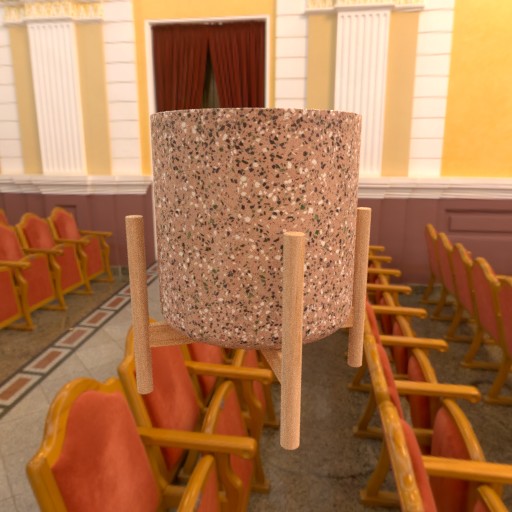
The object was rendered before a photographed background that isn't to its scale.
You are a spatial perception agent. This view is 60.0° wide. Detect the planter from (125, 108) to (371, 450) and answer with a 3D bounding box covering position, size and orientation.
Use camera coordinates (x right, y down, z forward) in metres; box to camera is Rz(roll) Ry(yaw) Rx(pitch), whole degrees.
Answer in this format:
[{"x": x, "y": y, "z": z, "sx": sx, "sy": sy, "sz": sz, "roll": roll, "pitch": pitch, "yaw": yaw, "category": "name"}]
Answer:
[{"x": 0.000, "y": 0.000, "z": 0.699, "sx": 0.360, "sy": 0.419, "sz": 0.360, "roll": 2, "pitch": 14, "yaw": 8, "category": "planter"}]
